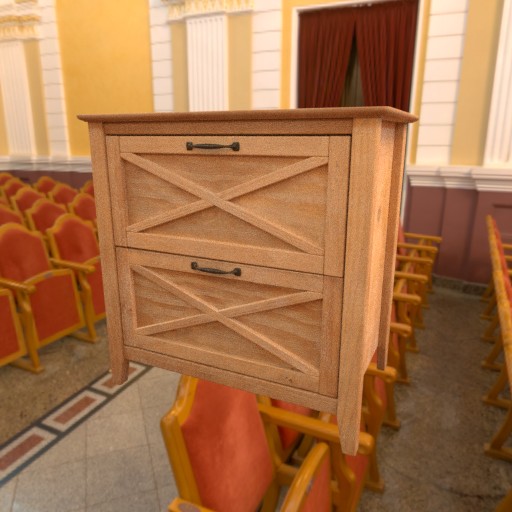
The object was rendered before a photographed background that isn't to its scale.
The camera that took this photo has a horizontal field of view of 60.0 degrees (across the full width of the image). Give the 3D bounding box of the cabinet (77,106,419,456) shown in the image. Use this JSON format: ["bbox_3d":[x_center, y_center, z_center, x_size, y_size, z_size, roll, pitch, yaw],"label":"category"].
[{"bbox_3d":[0.000,0.000,1.261,0.763,0.762,0.503,7,17,25],"label":"cabinet"}]
